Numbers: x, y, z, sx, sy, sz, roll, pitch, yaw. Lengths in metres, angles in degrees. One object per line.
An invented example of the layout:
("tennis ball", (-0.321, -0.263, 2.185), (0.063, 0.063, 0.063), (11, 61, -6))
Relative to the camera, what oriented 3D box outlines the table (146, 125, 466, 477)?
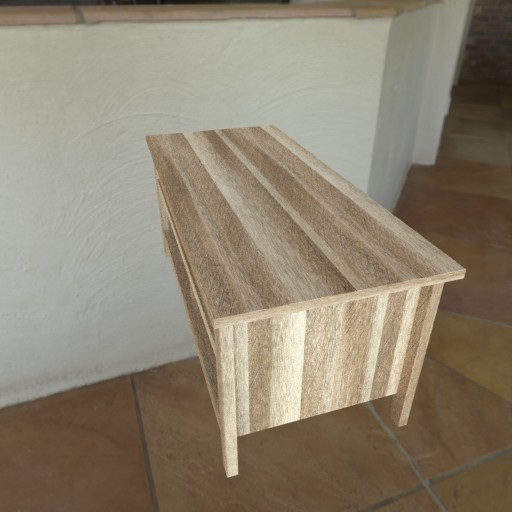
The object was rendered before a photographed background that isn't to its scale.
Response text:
("table", (0.000, 0.000, 1.350), (0.493, 0.480, 1.095), (-9, 32, -15))
